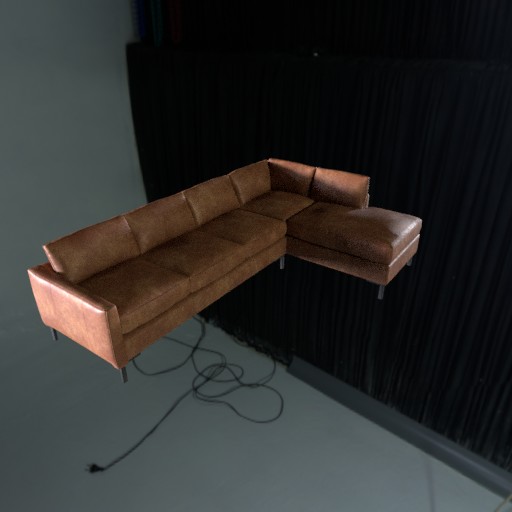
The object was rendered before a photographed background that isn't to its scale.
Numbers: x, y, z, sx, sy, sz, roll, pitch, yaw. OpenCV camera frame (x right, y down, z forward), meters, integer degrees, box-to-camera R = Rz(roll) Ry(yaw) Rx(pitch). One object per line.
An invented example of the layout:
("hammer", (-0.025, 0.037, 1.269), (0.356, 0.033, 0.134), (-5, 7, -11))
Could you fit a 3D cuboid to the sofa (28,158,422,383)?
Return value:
("sofa", (0.000, 0.000, 3.843), (1.938, 0.877, 2.984), (19, 33, 31))
